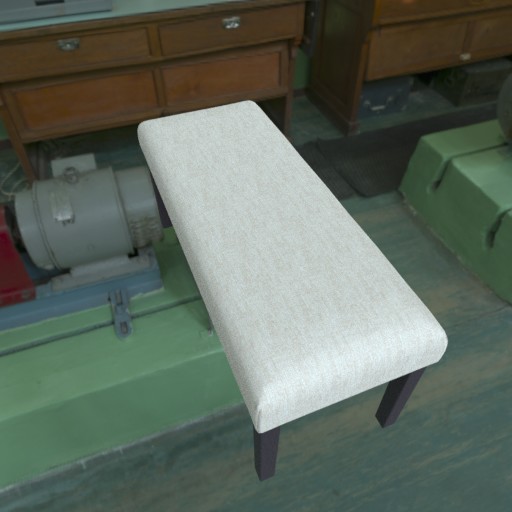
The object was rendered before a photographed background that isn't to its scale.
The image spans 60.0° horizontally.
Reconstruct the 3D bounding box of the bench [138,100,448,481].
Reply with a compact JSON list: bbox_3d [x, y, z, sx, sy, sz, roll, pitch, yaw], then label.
[{"bbox_3d":[0.000,0.000,1.249,0.407,0.456,1.013,-16,48,-15],"label":"bench"}]
